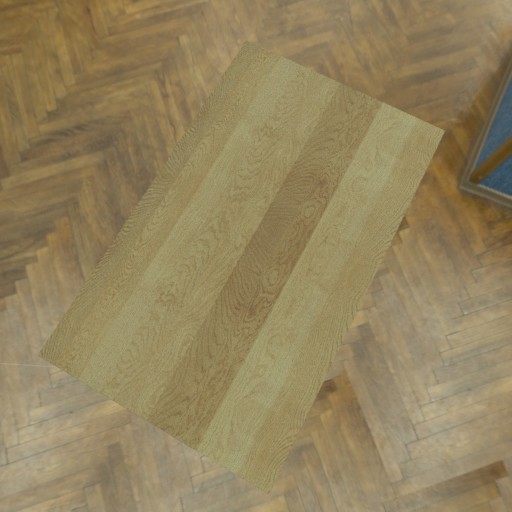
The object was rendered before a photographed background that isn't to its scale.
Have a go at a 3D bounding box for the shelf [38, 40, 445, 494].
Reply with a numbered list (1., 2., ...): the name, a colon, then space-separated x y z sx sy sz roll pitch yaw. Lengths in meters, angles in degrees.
1. shelf: 0.000 0.000 1.488 0.700 0.450 1.150 28 76 7
